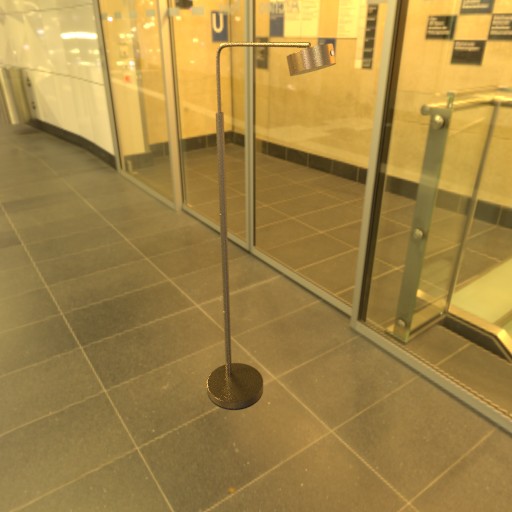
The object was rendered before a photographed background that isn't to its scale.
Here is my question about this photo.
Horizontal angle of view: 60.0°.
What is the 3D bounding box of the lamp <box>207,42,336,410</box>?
[{"bbox_3d":[0.000,0.000,1.414,0.418,1.230,0.219,18,32,31],"label":"lamp"}]
